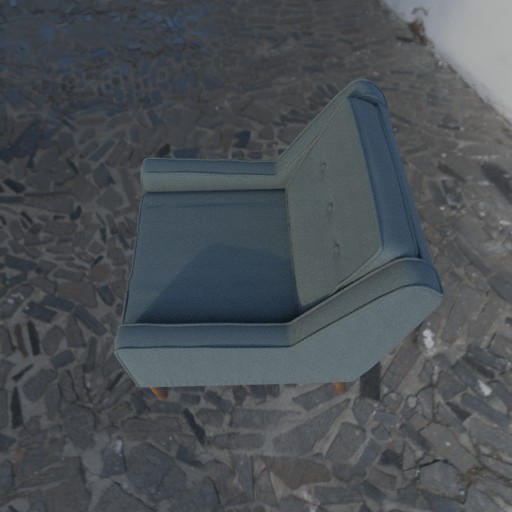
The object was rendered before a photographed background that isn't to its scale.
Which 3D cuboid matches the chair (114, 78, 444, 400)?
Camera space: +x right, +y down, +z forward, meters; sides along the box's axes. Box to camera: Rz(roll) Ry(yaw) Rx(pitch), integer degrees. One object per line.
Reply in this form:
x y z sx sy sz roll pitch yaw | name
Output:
0.000 0.000 1.322 0.733 0.780 0.663 -2 57 -1 | chair
